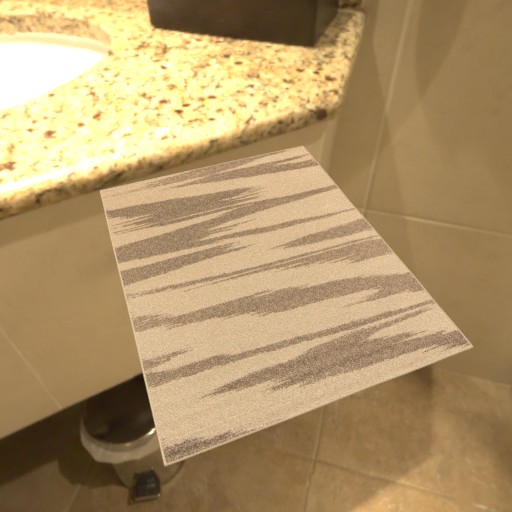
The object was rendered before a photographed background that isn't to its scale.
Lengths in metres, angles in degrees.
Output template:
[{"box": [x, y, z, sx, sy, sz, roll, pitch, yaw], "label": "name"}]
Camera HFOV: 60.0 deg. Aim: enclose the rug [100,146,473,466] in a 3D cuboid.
[{"box": [0.000, 0.000, 3.961, 2.353, 0.014, 2.945, -16, 48, -15], "label": "rug"}]
